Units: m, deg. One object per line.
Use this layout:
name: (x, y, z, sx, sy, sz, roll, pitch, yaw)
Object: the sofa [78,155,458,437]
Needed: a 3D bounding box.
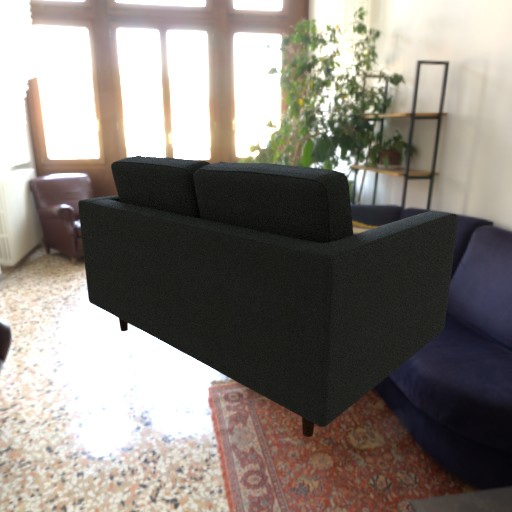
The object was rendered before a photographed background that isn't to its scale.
sofa: (0.000, 0.000, 2.128, 1.518, 0.930, 0.999, 15, 22, 41)
